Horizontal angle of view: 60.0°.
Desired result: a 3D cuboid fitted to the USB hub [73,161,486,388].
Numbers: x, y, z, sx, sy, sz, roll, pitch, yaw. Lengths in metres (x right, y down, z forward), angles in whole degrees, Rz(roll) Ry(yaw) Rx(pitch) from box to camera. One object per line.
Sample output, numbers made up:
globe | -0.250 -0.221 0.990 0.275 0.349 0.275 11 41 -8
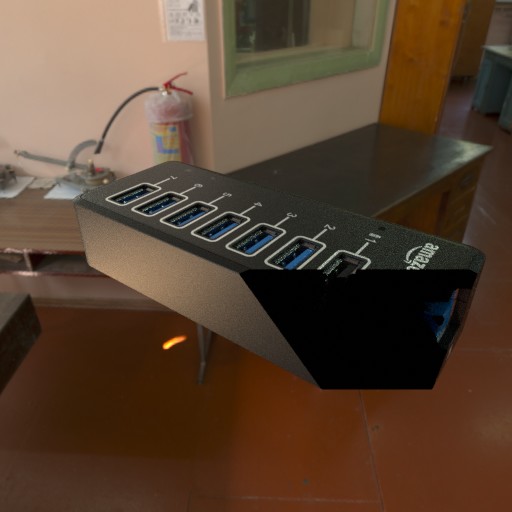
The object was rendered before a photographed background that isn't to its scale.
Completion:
USB hub | 0.000 0.000 0.126 0.110 0.023 0.044 21 38 30
